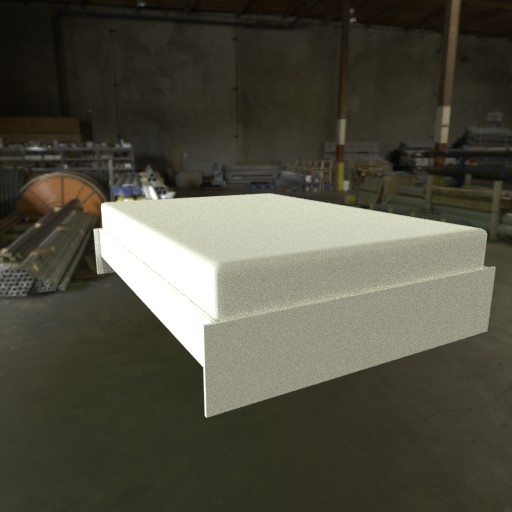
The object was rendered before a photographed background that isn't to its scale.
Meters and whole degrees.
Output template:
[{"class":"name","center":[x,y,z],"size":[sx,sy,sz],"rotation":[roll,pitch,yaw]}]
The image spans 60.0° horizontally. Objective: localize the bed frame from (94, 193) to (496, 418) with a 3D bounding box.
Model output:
[{"class":"bed frame","center":[0.000,0.000,2.542],"size":[1.445,0.497,1.945],"rotation":[-7,15,-28]}]
